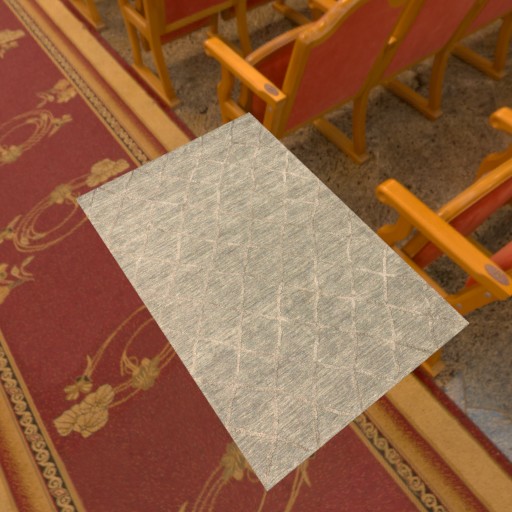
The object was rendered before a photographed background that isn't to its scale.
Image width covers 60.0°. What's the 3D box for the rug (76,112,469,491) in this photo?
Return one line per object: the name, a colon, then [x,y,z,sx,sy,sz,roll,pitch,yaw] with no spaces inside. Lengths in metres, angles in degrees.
rug: [0.000,0.000,2.918,1.521,0.006,2.283,-32,64,-18]
